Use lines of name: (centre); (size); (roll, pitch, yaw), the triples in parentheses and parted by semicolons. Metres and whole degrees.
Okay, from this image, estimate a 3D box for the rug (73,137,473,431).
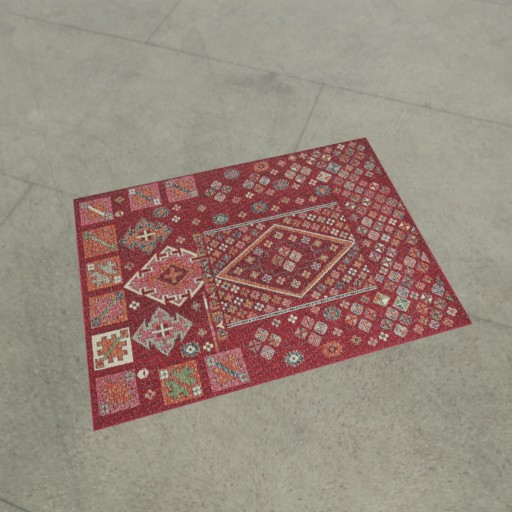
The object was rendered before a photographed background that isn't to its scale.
rug: (0.000, 0.000, 2.825); (2.184, 0.007, 1.579); (-14, 60, -8)
